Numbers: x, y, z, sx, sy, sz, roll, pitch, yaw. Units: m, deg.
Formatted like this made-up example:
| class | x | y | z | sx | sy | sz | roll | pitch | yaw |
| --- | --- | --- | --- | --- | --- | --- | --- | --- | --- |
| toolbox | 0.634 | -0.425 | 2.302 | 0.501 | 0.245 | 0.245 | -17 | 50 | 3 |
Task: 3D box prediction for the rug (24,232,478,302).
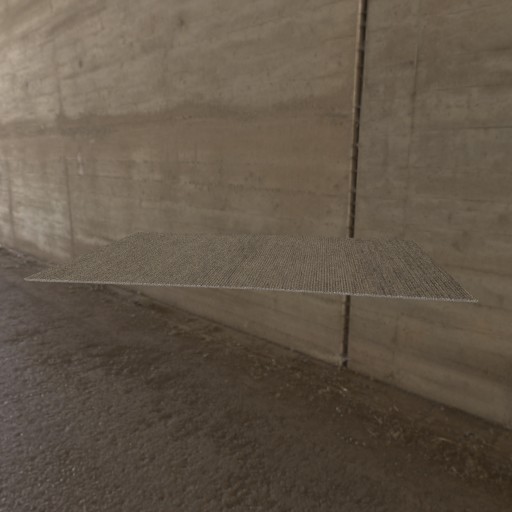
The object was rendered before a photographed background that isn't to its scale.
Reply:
| class | x | y | z | sx | sy | sz | roll | pitch | yaw |
| --- | --- | --- | --- | --- | --- | --- | --- | --- | --- |
| rug | 0.000 | 0.000 | 2.251 | 1.773 | 0.021 | 1.149 | 2 | 13 | 9 |
